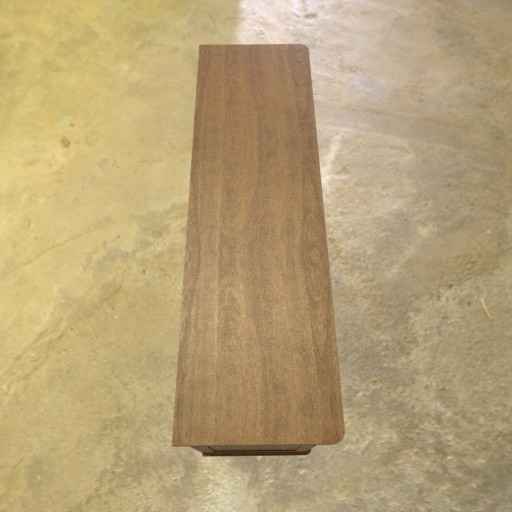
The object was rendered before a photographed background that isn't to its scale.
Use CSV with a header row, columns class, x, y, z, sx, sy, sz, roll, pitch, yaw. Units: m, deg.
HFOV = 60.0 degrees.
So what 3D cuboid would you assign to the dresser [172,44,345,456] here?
class,x,y,z,sx,sy,sz,roll,pitch,yaw
dresser,0.000,0.000,1.941,0.468,0.892,1.583,-1,63,0
